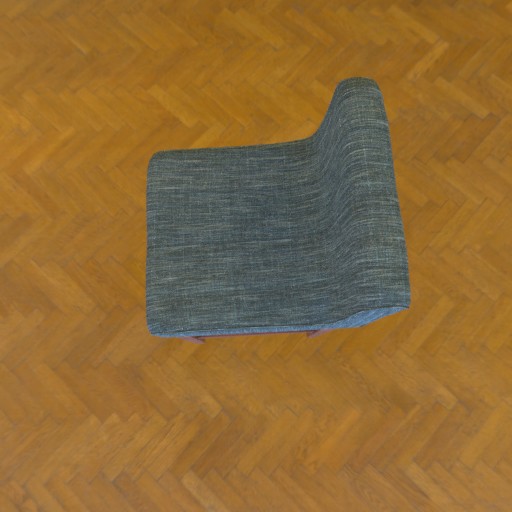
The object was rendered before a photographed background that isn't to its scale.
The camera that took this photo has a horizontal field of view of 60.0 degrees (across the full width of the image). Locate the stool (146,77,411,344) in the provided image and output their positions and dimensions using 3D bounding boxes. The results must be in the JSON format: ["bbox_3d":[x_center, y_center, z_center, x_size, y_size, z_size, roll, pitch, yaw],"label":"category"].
[{"bbox_3d":[0.000,0.000,1.086,0.459,0.835,0.395,-3,76,-1],"label":"stool"}]
